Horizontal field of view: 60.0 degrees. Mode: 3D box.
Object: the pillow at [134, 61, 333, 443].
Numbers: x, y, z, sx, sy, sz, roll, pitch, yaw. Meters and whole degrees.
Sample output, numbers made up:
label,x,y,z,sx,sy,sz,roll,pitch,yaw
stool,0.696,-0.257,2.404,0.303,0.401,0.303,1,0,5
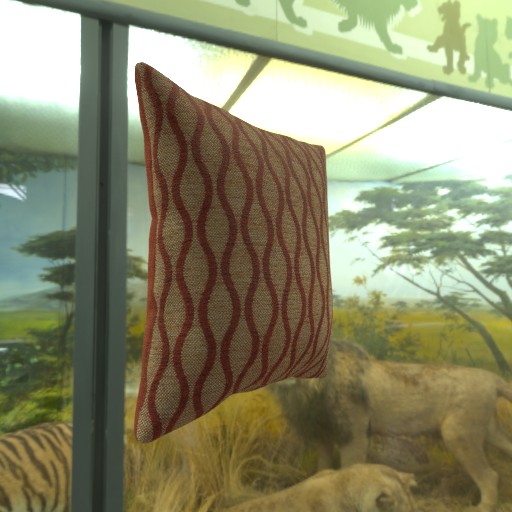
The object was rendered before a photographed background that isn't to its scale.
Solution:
label,x,y,z,sx,sy,sz,roll,pitch,yaw
pillow,0.000,0.000,0.658,0.159,0.434,0.429,-2,-3,36
